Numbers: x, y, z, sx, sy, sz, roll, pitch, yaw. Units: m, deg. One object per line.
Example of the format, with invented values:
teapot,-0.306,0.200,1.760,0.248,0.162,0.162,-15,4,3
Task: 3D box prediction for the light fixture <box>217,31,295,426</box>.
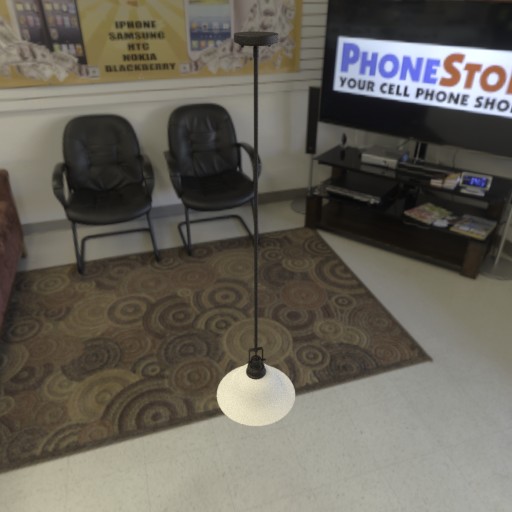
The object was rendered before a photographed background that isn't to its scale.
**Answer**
light fixture,0.000,0.000,1.485,0.324,1.337,0.324,-8,33,-12
